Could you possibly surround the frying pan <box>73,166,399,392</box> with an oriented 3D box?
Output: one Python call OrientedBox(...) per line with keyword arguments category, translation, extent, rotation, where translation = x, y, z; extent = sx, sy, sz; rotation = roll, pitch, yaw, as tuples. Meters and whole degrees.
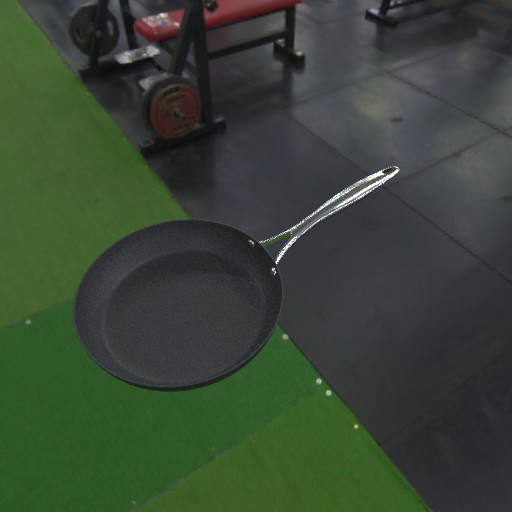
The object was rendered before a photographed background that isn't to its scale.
OrientedBox(category="frying pan", translation=(0.000, 0.000, 0.582), extent=(0.472, 0.105, 0.255), rotation=(-24, 52, -20))
